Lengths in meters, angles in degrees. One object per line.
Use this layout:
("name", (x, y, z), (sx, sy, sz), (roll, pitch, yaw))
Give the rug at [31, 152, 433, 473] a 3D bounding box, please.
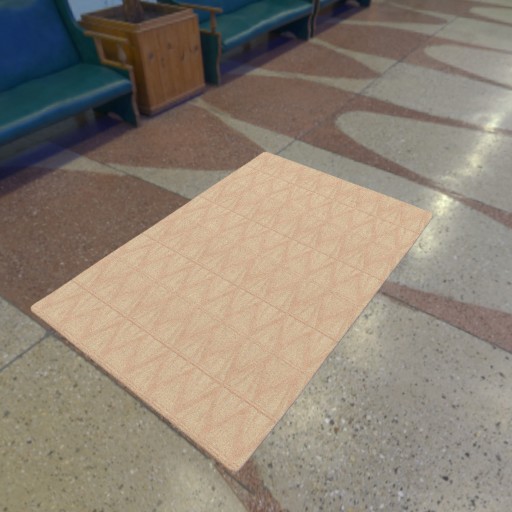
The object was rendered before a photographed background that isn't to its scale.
("rug", (0.000, 0.000, 2.998), (1.609, 0.015, 2.390), (27, 48, 27))
